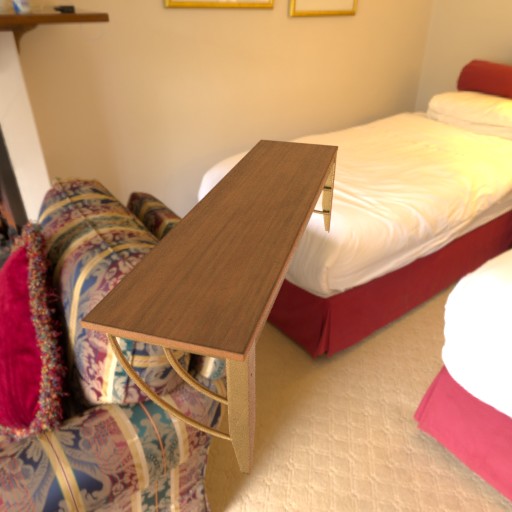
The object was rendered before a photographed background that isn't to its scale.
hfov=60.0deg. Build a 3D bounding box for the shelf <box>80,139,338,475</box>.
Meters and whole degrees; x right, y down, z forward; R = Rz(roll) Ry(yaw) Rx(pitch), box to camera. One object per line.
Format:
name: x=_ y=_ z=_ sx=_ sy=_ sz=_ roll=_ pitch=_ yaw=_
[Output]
shelf: x=0.000 y=0.000 z=0.716 sx=0.166 sy=0.190 sz=0.636 roll=9 pitch=32 yaw=14
